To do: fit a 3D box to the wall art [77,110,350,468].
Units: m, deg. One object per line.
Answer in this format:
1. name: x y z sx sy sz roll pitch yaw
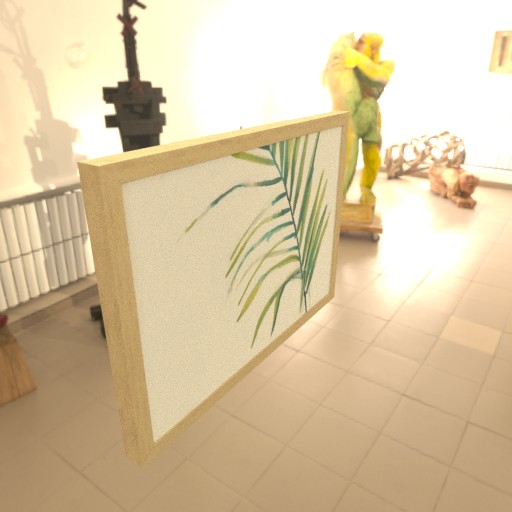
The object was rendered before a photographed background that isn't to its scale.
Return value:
1. wall art: 0.000 0.000 0.682 0.032 0.380 0.532 16 29 32
